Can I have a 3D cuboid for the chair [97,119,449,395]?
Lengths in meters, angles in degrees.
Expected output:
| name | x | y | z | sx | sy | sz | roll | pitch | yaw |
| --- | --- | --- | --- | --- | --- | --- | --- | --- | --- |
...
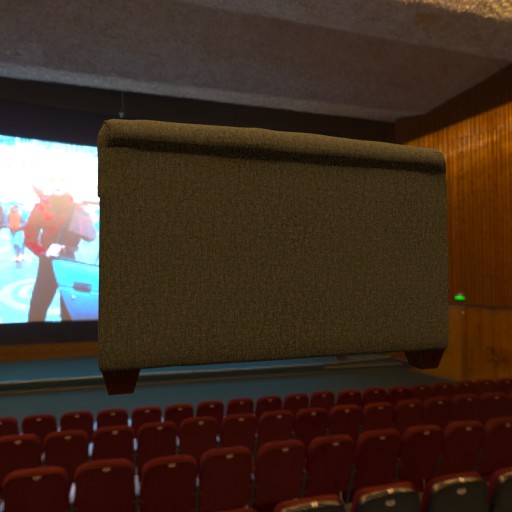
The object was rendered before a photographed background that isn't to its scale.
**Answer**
| name | x | y | z | sx | sy | sz | roll | pitch | yaw |
| --- | --- | --- | --- | --- | --- | --- | --- | --- | --- |
| chair | 0.000 | 0.000 | 2.088 | 1.383 | 0.948 | 1.000 | 0 | -1 | -17 |
